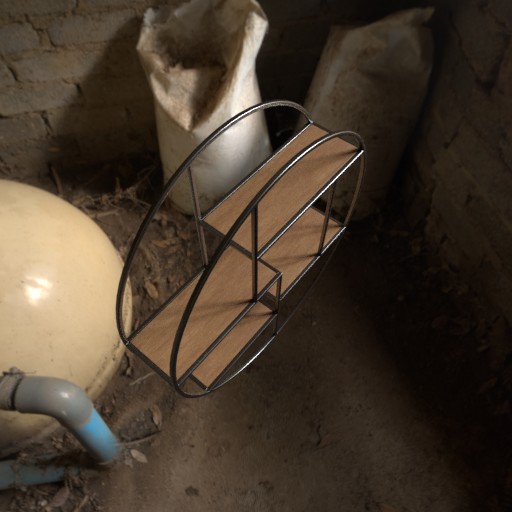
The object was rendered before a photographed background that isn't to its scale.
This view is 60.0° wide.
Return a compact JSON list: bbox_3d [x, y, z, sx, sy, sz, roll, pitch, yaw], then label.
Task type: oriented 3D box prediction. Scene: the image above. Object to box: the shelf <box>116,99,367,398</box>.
[{"bbox_3d":[0.000,0.000,1.348,0.202,0.888,0.888,34,62,21],"label":"shelf"}]
